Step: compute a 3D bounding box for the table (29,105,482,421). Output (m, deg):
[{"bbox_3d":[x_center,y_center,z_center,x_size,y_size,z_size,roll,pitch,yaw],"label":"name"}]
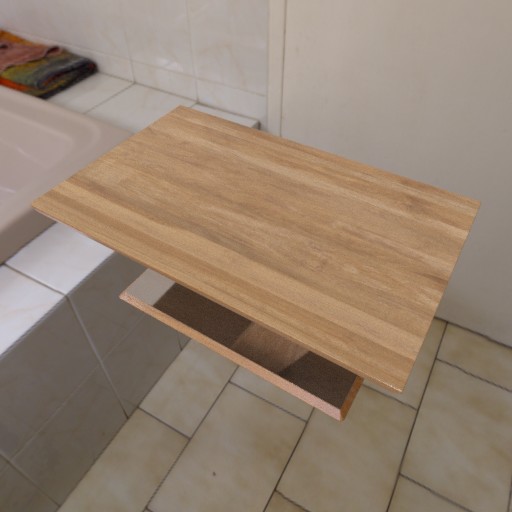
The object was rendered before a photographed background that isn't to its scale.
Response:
[{"bbox_3d":[0.000,0.000,1.430,1.100,0.441,0.692,24,51,21],"label":"table"}]
